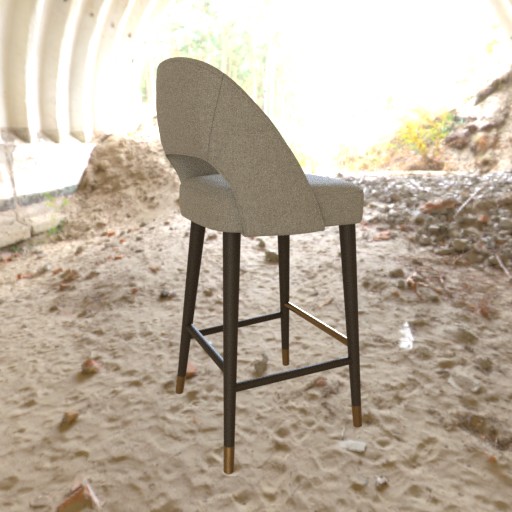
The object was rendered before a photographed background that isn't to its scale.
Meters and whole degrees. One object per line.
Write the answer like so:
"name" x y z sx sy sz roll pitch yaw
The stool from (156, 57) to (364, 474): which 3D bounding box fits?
"stool" 0.000 0.000 1.308 0.509 1.037 0.494 -7 17 -26
